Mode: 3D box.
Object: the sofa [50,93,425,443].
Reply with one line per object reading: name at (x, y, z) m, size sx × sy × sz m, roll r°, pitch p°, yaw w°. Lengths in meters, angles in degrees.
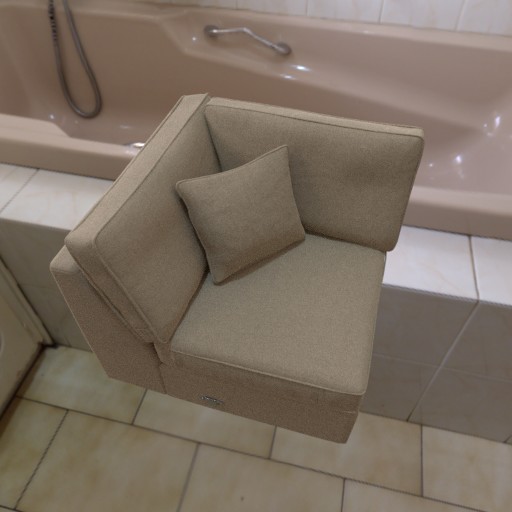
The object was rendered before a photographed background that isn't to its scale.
sofa at (0.000, 0.000, 1.910) m, size 1.146 × 1.002 × 1.084 m, roll 12°, pitch 49°, yaw 11°
